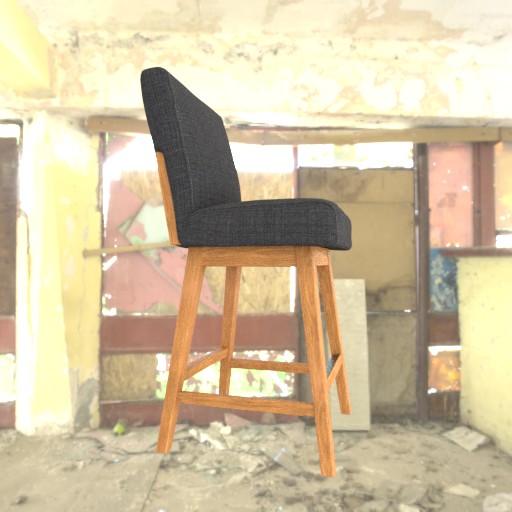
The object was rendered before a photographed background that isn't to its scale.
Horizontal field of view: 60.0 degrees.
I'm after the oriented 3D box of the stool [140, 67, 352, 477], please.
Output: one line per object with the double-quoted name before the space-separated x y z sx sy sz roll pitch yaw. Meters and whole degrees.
"stool" 0.000 0.000 1.299 0.526 1.010 0.459 0 -1 17
